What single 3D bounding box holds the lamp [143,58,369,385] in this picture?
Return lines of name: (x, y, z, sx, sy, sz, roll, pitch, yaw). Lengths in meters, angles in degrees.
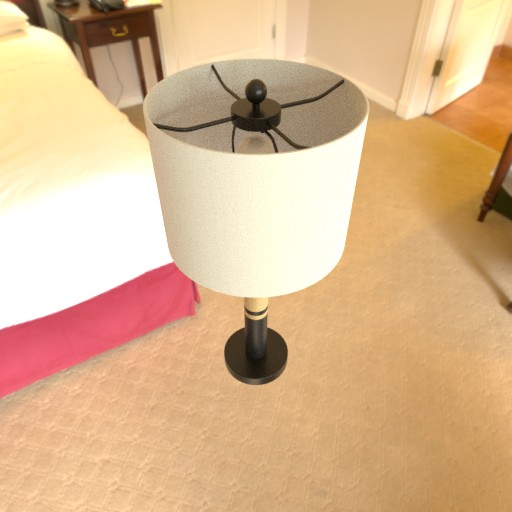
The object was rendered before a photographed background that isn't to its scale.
lamp: (0.000, 0.000, 0.807, 0.305, 0.640, 0.305, 14, 45, 14)
